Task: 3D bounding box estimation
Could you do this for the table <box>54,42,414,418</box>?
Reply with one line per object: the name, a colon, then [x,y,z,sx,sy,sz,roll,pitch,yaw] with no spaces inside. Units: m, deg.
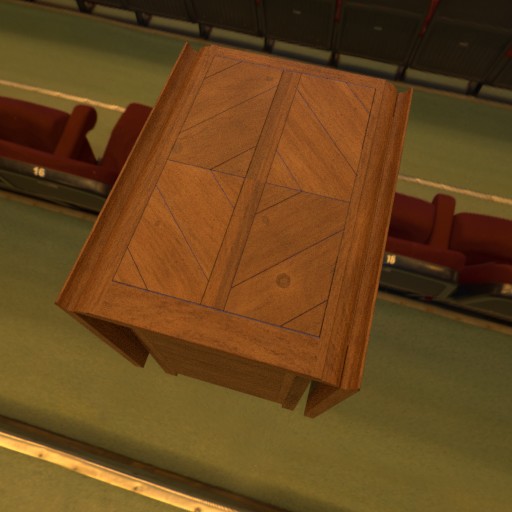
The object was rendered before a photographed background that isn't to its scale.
table: [0.000,0.000,1.304,0.591,0.763,0.746,14,66,7]
